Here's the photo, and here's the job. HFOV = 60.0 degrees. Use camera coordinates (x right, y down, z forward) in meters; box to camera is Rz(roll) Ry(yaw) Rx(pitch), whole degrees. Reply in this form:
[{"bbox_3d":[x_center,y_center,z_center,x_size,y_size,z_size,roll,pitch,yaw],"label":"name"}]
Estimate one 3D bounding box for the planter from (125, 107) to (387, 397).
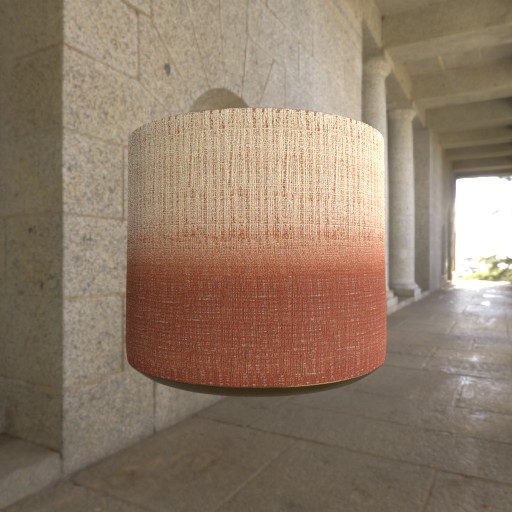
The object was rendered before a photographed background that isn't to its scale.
[{"bbox_3d":[0.000,0.000,0.449,0.254,0.221,0.254,0,0,0],"label":"planter"}]
